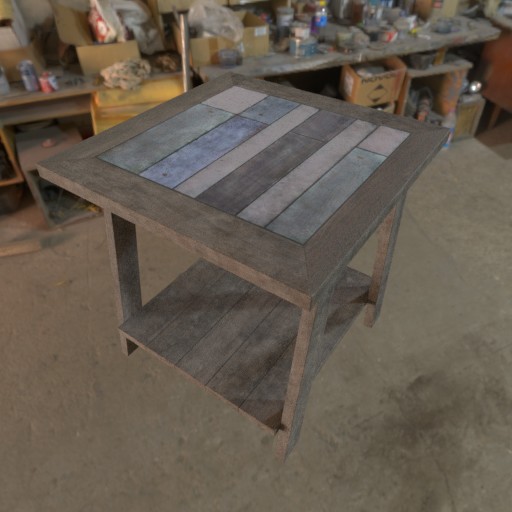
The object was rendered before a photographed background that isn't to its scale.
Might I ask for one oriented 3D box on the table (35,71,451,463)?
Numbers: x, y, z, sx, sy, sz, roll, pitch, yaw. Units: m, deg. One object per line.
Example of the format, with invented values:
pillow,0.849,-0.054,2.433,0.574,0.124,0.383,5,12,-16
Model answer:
table,0.000,0.000,1.110,0.610,0.610,0.610,25,47,25
